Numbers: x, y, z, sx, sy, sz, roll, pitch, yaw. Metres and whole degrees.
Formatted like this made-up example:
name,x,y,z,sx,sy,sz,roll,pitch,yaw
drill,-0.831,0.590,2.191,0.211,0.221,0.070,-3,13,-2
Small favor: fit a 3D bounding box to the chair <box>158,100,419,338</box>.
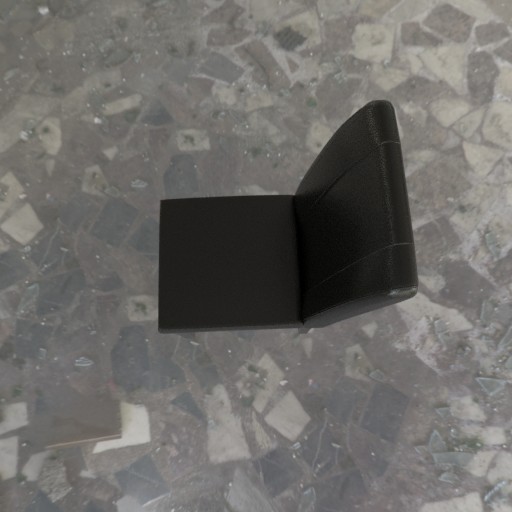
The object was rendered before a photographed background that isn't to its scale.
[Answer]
name,x,y,z,sx,sy,sz,roll,pitch,yaw
chair,0.000,0.000,1.232,0.556,0.897,0.399,-2,75,-1
